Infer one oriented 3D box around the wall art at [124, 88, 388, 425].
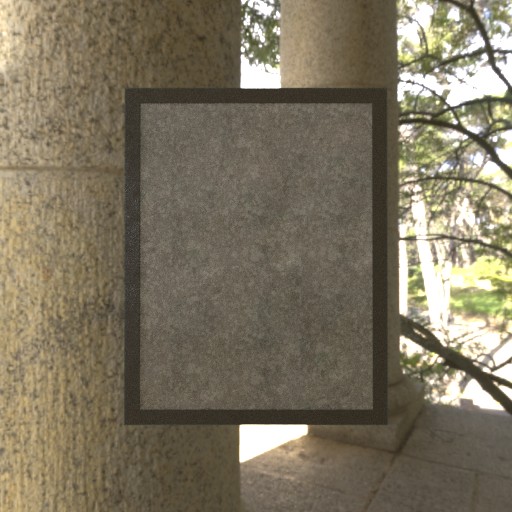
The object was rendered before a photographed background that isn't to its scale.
[{"bbox_3d":[0.000,0.000,1.306,0.767,0.983,0.030,0,0,0],"label":"wall art"}]
